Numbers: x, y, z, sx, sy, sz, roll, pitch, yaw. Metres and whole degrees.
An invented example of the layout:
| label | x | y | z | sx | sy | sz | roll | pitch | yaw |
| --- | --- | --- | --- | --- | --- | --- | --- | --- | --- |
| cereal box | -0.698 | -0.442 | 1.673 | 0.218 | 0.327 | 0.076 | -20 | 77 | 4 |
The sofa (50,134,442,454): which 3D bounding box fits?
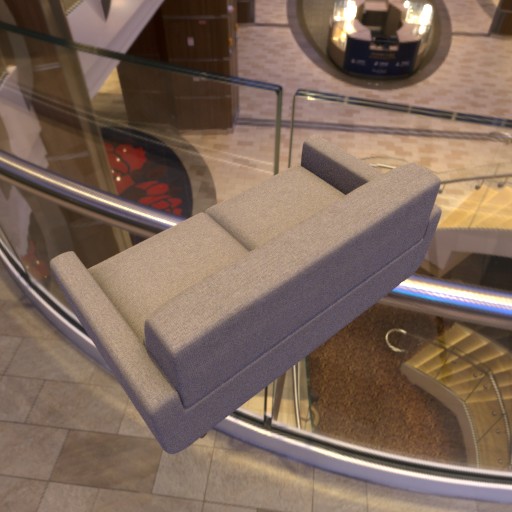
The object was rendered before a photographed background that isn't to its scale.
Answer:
| label | x | y | z | sx | sy | sz | roll | pitch | yaw |
| --- | --- | --- | --- | --- | --- | --- | --- | --- | --- |
| sofa | 0.000 | 0.000 | 2.149 | 1.631 | 0.841 | 0.909 | -31 | 54 | -26 |
